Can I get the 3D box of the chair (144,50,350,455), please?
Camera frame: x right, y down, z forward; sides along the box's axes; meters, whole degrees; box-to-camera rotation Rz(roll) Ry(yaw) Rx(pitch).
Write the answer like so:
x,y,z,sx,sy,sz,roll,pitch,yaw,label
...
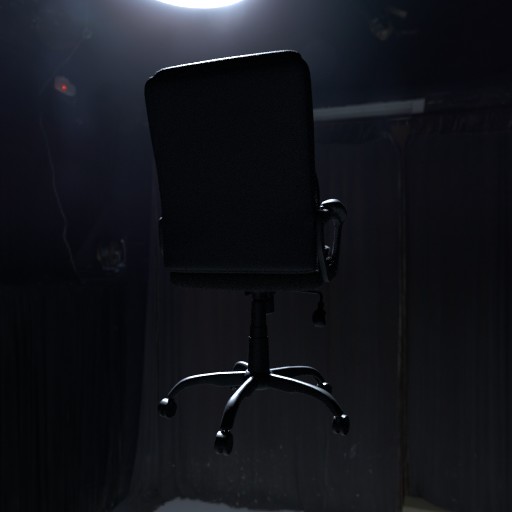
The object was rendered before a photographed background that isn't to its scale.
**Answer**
x,y,z,sx,sy,sz,roll,pitch,yaw,label
0.000,0.000,1.468,0.615,1.072,0.655,0,0,18,chair
